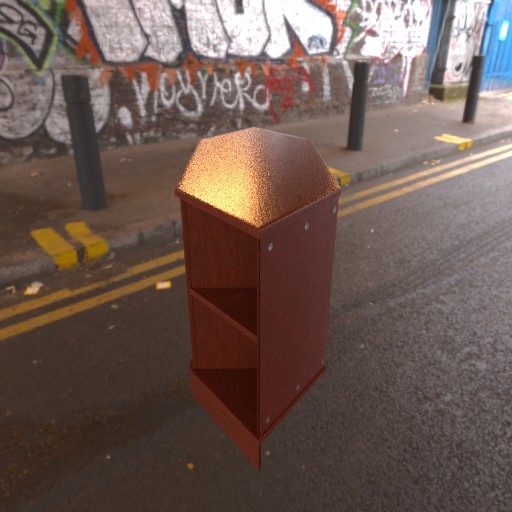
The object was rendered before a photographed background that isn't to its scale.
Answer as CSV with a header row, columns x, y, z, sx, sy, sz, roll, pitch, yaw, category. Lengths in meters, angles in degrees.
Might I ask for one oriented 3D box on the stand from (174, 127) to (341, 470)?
x,y,z,sx,sy,sz,roll,pitch,yaw,category
0.000,0.000,1.394,0.381,0.614,1.072,0,26,-1,stand
